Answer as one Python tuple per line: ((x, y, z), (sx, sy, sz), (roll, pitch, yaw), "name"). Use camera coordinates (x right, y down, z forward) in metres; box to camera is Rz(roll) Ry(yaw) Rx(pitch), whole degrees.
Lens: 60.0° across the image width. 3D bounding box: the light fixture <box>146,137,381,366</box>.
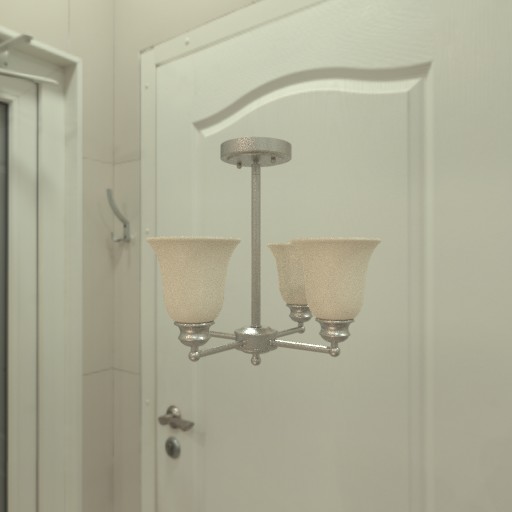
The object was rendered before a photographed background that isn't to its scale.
((0.000, 0.000, 0.749), (0.427, 0.370, 0.427), (0, 0, 37), "light fixture")
